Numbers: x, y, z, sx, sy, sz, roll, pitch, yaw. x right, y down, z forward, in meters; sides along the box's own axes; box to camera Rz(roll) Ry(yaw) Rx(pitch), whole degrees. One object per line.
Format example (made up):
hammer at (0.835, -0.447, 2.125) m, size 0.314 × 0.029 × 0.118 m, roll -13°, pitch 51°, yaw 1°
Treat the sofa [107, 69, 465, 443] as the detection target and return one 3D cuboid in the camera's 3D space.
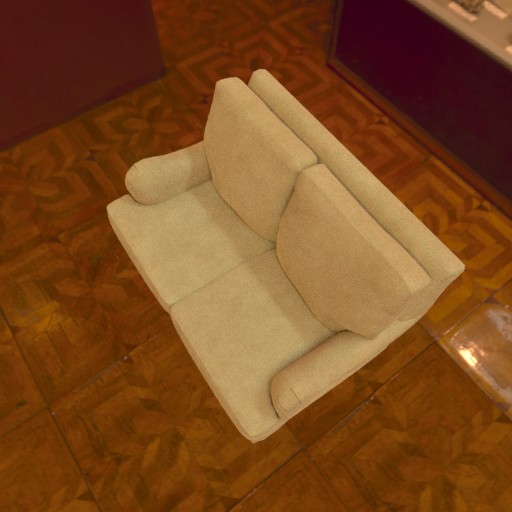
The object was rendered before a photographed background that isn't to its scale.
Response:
sofa at (0.000, 0.000, 2.301) m, size 1.086 × 1.087 × 1.498 m, roll -31°, pitch 66°, yaw -16°
